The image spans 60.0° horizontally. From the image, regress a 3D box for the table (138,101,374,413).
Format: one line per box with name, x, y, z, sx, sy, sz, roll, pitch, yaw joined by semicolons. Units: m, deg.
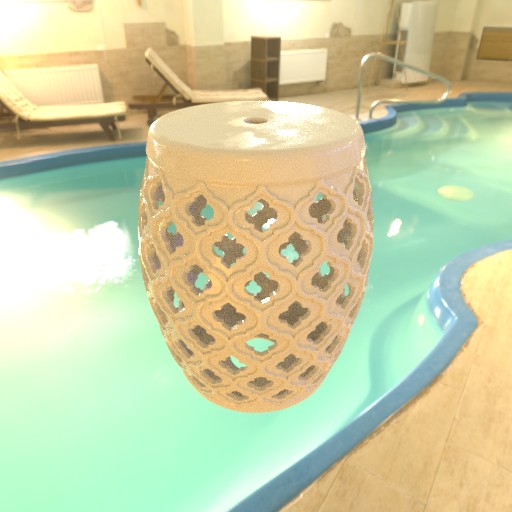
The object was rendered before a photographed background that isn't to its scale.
table;0.000;0.000;0.646;0.325;0.388;0.325;0;30;0
